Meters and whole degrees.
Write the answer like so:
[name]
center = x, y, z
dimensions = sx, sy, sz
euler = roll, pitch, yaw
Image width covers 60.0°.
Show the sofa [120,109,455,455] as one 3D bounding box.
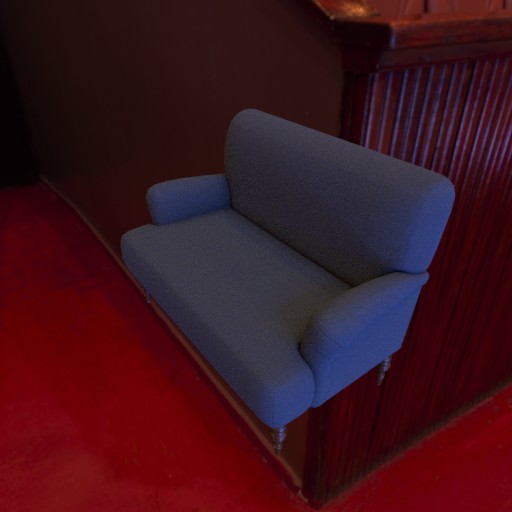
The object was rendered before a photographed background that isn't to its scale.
[sofa]
center = 0.000, 0.000, 1.861
dimensions = 0.779, 0.889, 1.297
euler = -21, 38, -30
